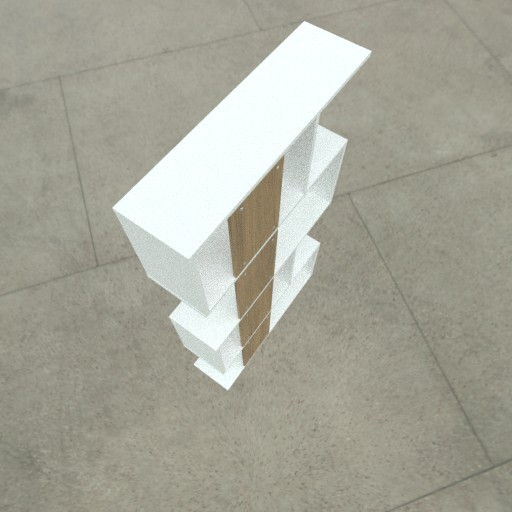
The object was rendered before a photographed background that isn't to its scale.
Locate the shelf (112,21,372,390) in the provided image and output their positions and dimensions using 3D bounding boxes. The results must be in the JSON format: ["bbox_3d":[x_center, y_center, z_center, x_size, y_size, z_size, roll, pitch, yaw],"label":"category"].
[{"bbox_3d":[0.000,0.000,1.976,0.250,1.650,0.890,32,67,15],"label":"shelf"}]
